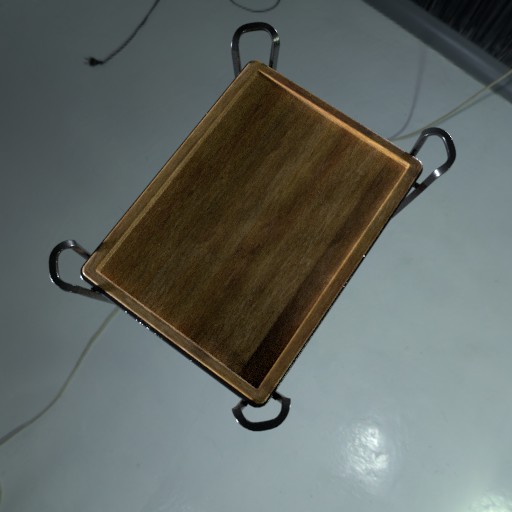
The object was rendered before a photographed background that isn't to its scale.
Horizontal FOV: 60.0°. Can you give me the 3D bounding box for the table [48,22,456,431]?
[{"bbox_3d":[0.000,0.000,1.191,0.505,0.785,0.672,35,79,8],"label":"table"}]
